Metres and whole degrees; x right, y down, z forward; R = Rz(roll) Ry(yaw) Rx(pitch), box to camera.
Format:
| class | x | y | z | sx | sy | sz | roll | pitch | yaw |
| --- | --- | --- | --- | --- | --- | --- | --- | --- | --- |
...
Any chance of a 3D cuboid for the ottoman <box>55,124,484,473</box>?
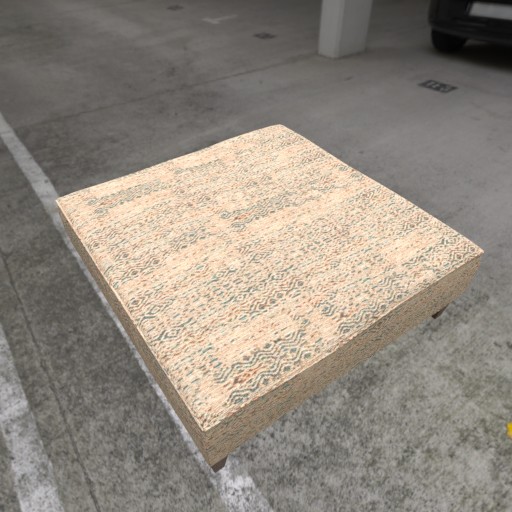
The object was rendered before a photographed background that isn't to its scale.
| class | x | y | z | sx | sy | sz | roll | pitch | yaw |
| --- | --- | --- | --- | --- | --- | --- | --- | --- | --- |
| ottoman | 0.000 | 0.000 | 1.491 | 0.968 | 0.356 | 1.004 | -25 | 48 | -25 |
